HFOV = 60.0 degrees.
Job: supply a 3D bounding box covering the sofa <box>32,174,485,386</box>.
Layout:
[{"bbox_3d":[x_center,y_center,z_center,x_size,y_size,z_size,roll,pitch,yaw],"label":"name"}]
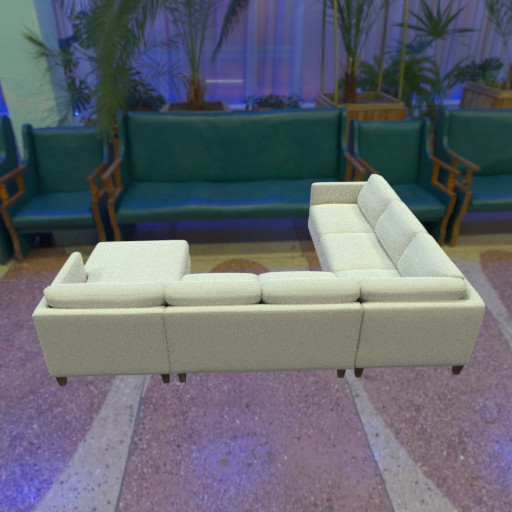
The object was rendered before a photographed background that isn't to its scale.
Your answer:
[{"bbox_3d":[0.000,0.000,4.316,3.238,0.853,2.551,-1,30,-2],"label":"sofa"}]
